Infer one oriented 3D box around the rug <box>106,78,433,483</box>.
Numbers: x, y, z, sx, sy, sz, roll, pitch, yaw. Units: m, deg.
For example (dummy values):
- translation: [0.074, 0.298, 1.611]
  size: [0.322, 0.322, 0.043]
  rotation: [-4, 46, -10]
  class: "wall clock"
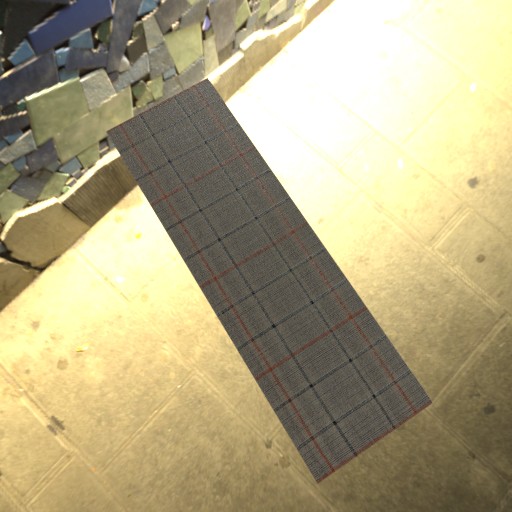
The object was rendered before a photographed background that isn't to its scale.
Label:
- translation: [0.000, 0.000, 2.646]
  size: [0.762, 0.008, 2.439]
  rotation: [-31, 77, -8]
  class: "rug"
